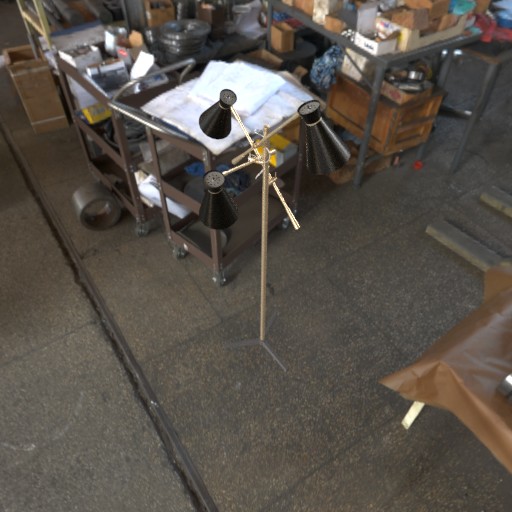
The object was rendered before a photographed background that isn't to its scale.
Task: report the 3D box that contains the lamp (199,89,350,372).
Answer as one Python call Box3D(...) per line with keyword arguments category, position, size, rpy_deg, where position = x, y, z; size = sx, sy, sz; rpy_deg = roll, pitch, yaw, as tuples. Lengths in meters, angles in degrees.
Box3D(category="lamp", position=(0.000, 0.000, 2.164), size=(0.750, 1.804, 0.653), rpy_deg=(17, 49, 15))
